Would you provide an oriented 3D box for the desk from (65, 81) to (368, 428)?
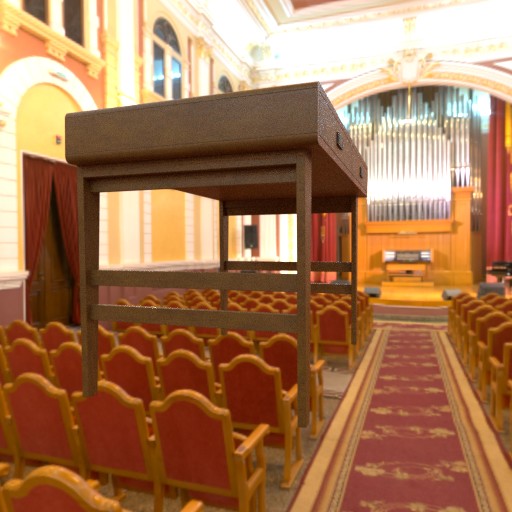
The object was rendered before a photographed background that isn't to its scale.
[{"bbox_3d":[0.000,0.000,1.533,0.660,0.754,1.066,0,1,20],"label":"desk"}]
